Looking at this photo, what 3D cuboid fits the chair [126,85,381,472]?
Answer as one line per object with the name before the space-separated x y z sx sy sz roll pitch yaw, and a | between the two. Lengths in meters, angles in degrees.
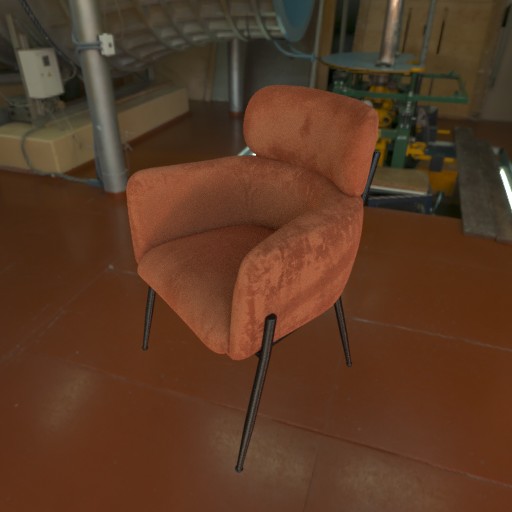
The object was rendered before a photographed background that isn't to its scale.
chair | 0.000 0.000 1.169 0.523 0.772 0.561 -22 38 -31
